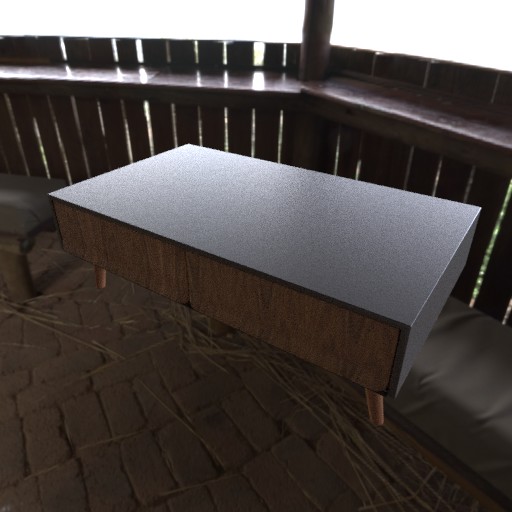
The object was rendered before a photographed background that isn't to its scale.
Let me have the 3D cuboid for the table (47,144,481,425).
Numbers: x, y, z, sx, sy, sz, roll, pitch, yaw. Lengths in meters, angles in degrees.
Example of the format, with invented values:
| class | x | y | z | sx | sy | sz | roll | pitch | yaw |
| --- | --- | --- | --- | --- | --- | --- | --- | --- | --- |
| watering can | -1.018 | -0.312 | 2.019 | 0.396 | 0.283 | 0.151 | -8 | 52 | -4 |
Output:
| class | x | y | z | sx | sy | sz | roll | pitch | yaw |
| --- | --- | --- | --- | --- | --- | --- | --- | --- | --- |
| table | 0.000 | 0.000 | 1.508 | 1.201 | 0.404 | 0.703 | 19 | 35 | 29 |
